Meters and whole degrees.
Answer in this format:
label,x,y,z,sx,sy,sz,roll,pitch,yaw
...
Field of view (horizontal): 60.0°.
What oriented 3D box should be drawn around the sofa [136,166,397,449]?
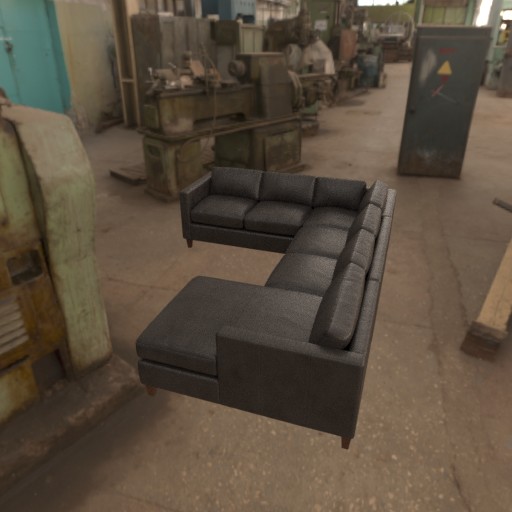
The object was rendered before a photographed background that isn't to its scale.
label,x,y,z,sx,sy,sz,roll,pitch,yaw
sofa,0.000,0.000,4.412,2.452,0.891,3.324,9,28,17
